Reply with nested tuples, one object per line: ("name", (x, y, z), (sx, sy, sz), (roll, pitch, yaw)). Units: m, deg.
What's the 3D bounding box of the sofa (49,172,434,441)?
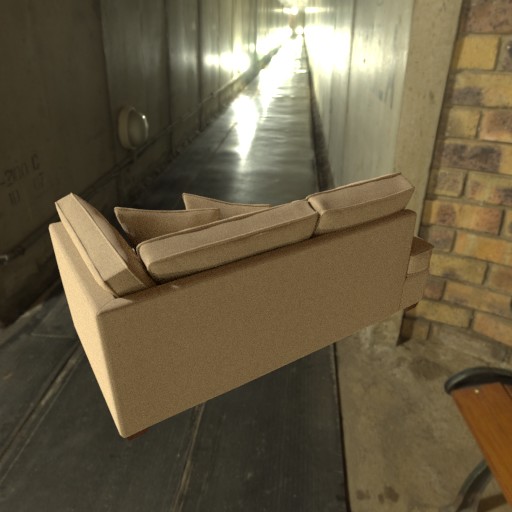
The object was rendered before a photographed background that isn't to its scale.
("sofa", (0.000, 0.000, 2.877), (2.237, 1.033, 1.110), (-17, 33, -28))
